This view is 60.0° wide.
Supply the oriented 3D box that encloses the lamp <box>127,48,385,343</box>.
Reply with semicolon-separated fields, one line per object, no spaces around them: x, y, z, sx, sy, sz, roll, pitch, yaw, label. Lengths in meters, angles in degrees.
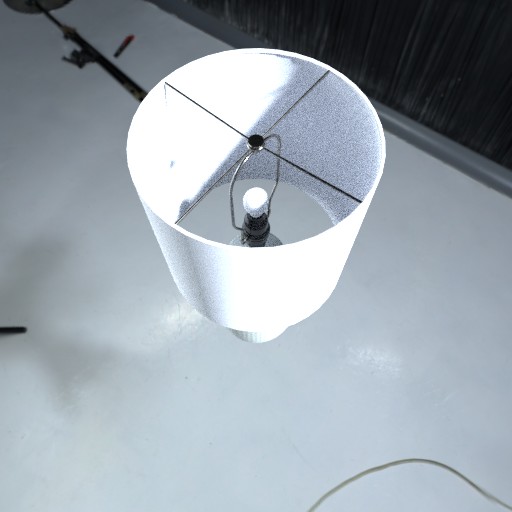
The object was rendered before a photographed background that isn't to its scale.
0.000;0.000;0.576;0.217;0.453;0.217;35;69;16;lamp
